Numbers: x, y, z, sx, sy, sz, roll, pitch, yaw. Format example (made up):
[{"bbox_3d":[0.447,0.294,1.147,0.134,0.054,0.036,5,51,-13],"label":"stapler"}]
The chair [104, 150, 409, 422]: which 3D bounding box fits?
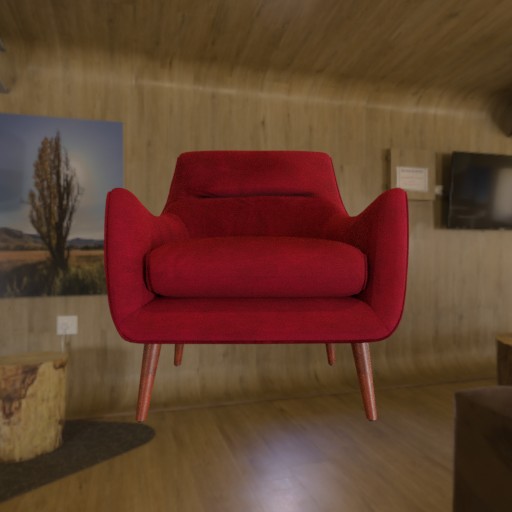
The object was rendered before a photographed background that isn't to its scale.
[{"bbox_3d":[0.000,0.000,1.456,0.762,0.838,0.787,0,0,-1],"label":"chair"}]
